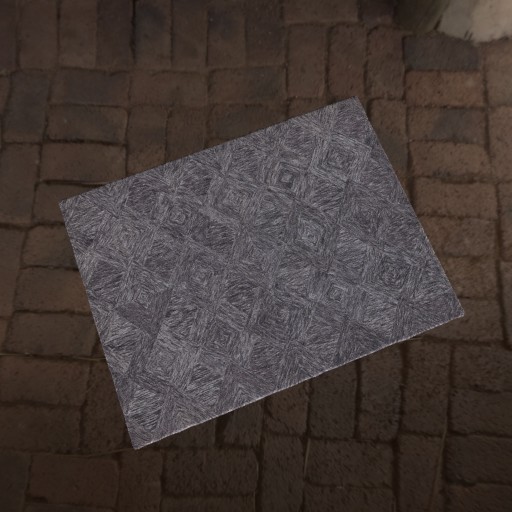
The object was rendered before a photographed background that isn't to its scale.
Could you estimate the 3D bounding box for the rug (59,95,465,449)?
[{"bbox_3d":[0.000,0.000,4.210,3.204,0.017,2.448,-21,78,-5],"label":"rug"}]
